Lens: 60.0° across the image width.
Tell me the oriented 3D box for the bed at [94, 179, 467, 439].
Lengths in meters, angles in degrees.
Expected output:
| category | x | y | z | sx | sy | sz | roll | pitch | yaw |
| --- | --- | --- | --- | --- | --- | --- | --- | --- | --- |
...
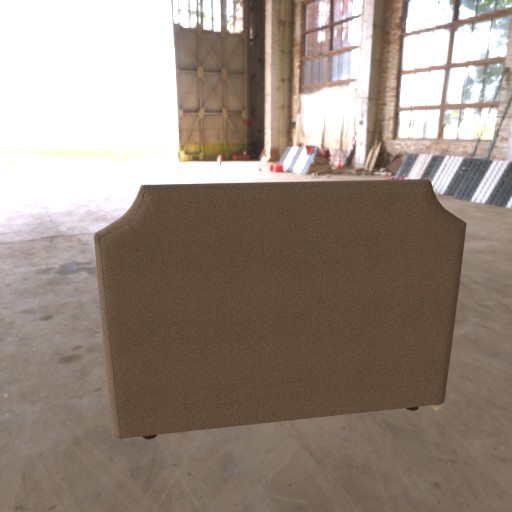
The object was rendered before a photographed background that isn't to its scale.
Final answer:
| category | x | y | z | sx | sy | sz | roll | pitch | yaw |
| --- | --- | --- | --- | --- | --- | --- | --- | --- | --- |
| bed | 0.000 | 0.000 | 3.215 | 1.828 | 1.303 | 2.164 | -3 | 16 | -9 |
